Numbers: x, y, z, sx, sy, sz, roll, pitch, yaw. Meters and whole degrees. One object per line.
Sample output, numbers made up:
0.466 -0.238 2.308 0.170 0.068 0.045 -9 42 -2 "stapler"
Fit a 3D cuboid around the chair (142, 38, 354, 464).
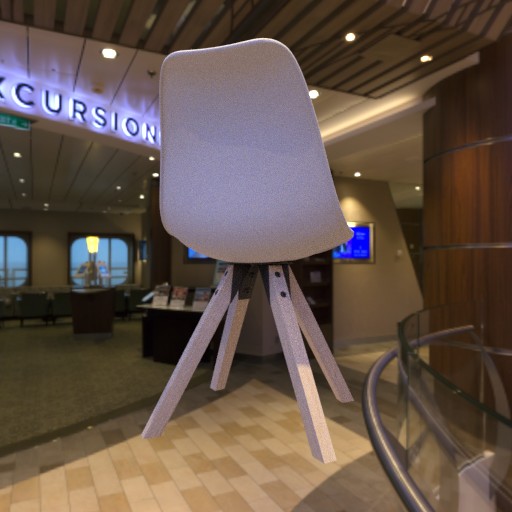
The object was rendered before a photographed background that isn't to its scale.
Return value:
0.000 0.000 1.146 0.485 0.850 0.550 0 -1 17 "chair"
